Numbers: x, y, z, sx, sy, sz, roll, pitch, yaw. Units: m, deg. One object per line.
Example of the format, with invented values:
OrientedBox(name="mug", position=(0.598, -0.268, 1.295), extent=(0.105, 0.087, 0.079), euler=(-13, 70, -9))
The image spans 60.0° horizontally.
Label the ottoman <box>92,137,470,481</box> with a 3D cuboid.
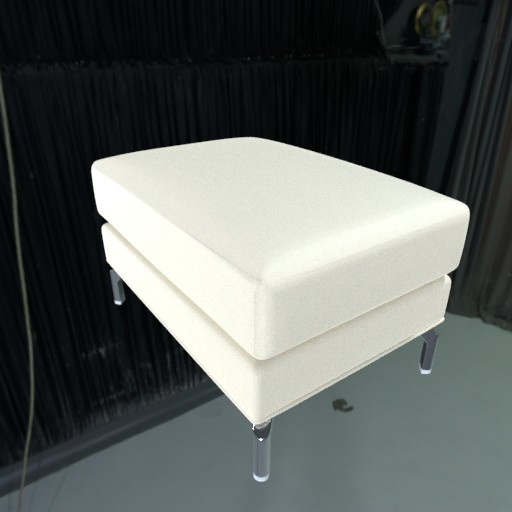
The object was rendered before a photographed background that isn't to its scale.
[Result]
OrientedBox(name="ottoman", position=(0.000, 0.000, 1.189), extent=(0.581, 0.497, 0.835), euler=(-18, 31, -31))
